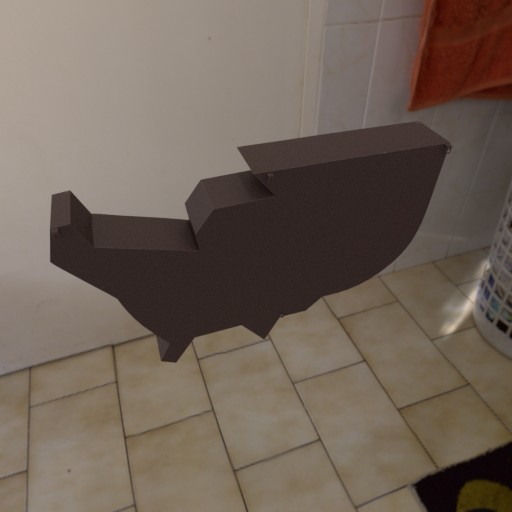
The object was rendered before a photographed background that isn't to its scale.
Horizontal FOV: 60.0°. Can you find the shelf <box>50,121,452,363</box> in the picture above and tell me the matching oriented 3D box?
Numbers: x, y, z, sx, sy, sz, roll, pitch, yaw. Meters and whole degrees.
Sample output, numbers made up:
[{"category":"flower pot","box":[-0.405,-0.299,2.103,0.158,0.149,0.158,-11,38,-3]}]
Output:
[{"category":"shelf","box":[0.000,0.000,0.912,0.729,0.439,0.112,-12,42,-14]}]
